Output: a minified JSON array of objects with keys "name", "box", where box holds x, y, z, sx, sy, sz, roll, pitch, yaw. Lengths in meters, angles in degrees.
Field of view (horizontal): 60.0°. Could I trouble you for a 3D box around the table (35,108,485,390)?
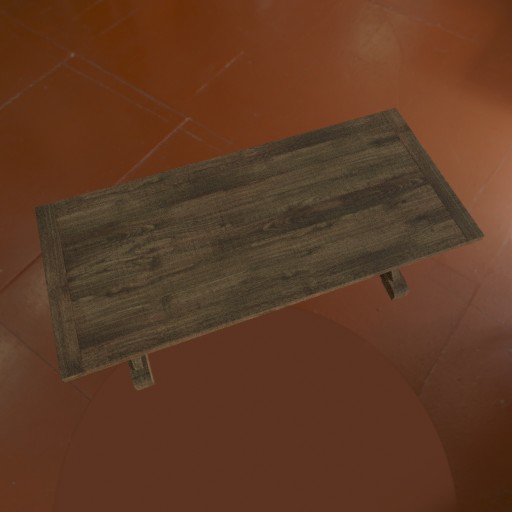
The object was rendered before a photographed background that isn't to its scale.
[{"name":"table","box":[0.000,0.000,2.507,2.031,0.733,0.907,-18,64,-9]}]
